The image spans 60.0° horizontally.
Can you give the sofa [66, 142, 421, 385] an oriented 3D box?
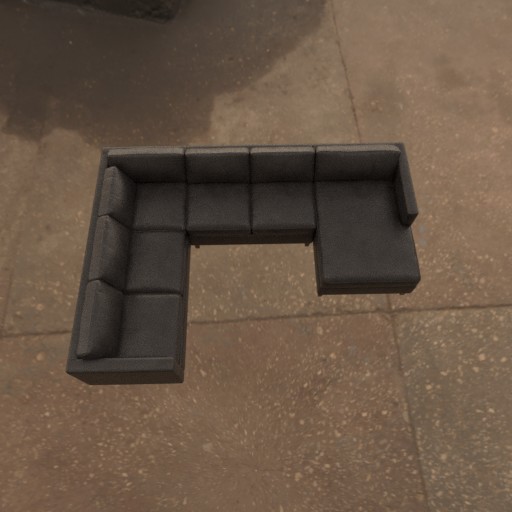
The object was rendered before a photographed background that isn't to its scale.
[{"bbox_3d":[0.000,0.000,4.603,3.324,0.891,2.452,-1,64,-1],"label":"sofa"}]
